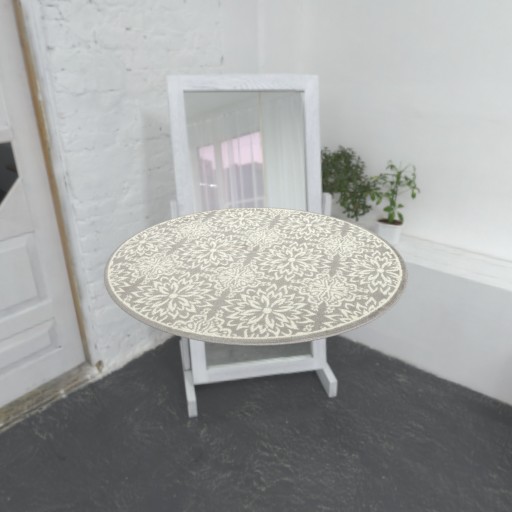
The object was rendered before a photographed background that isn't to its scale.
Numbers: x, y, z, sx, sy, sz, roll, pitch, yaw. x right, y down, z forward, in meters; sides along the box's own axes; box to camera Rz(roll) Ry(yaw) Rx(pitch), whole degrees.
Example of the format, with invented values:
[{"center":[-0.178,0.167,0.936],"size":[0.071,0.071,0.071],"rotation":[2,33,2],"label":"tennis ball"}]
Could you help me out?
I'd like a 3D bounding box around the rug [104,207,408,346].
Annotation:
[{"center":[0.000,0.000,2.427],"size":[1.593,0.012,1.593],"rotation":[0,26,0],"label":"rug"}]
